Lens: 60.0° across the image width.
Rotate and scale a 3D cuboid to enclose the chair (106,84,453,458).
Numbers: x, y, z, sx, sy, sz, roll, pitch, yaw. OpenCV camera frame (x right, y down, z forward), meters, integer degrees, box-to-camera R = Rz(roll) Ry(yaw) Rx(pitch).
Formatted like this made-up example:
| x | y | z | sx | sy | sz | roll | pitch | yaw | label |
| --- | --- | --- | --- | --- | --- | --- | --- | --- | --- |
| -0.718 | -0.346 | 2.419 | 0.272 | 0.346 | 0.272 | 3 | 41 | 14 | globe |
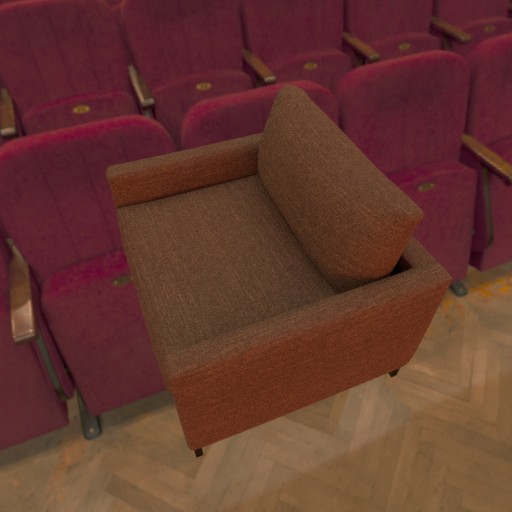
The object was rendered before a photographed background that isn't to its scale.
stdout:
| x | y | z | sx | sy | sz | roll | pitch | yaw | label |
| --- | --- | --- | --- | --- | --- | --- | --- | --- | --- |
| 0.000 | 0.000 | 1.558 | 0.845 | 0.841 | 0.940 | -17 | 49 | -15 | chair |
